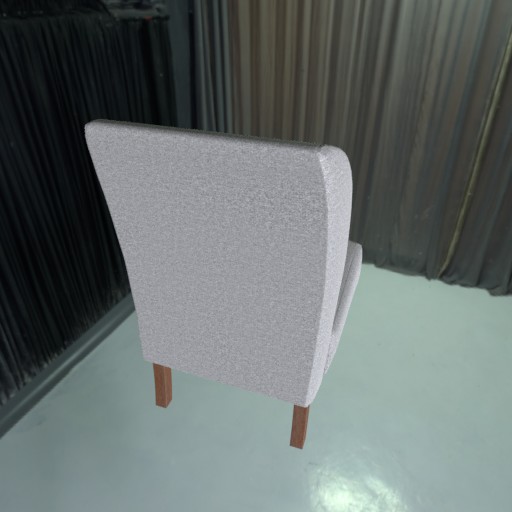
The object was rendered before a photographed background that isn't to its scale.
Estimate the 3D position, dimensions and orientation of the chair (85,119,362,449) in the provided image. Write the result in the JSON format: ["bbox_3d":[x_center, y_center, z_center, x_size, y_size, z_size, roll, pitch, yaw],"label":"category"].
[{"bbox_3d":[0.000,0.000,1.163,0.513,0.804,0.592,10,34,16],"label":"chair"}]
